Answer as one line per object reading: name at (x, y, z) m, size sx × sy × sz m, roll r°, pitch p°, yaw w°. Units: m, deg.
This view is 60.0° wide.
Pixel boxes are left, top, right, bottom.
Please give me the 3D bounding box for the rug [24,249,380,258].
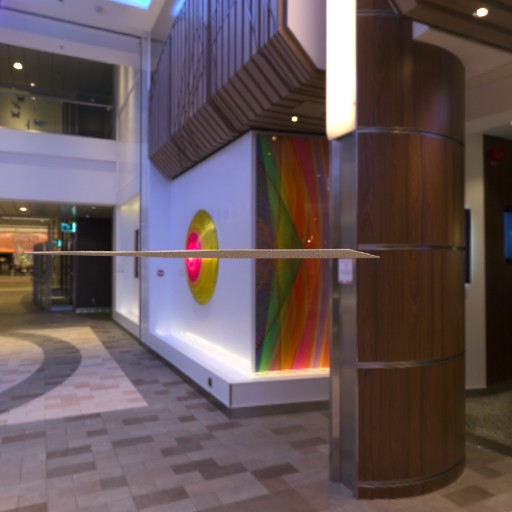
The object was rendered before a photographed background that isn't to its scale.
rug at (0.000, 0.000, 3.028) m, size 1.527 × 0.016 × 2.442 m, roll 0°, pitch -1°, yaw 18°
